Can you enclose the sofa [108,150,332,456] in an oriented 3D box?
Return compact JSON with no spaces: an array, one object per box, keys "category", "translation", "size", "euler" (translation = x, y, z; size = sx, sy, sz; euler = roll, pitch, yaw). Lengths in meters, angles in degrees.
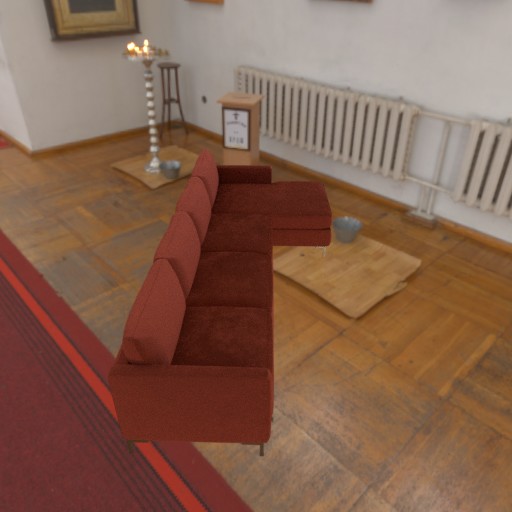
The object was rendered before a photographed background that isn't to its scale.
[{"category":"sofa","translation":[0.000,0.000,3.423],"size":[1.350,0.810,2.932],"euler":[1,32,2]}]
